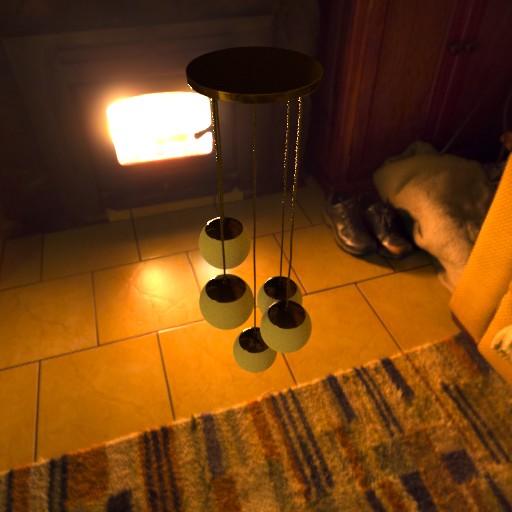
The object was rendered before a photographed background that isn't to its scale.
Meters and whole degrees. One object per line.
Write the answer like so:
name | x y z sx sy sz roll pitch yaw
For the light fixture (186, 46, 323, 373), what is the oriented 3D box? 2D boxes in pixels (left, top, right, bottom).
light fixture | 0.000 0.000 1.539 0.484 1.271 0.489 -27 48 -27
